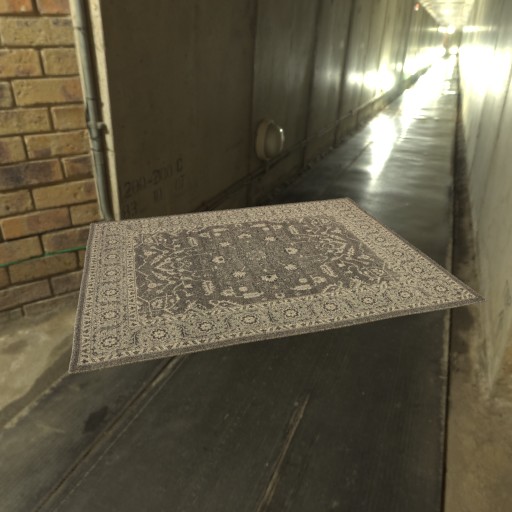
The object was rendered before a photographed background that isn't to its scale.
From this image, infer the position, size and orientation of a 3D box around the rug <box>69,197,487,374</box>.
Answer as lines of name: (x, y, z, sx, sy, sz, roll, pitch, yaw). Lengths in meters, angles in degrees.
rug: (0.000, 0.000, 4.125, 3.069, 0.026, 2.451, -7, 28, -14)
